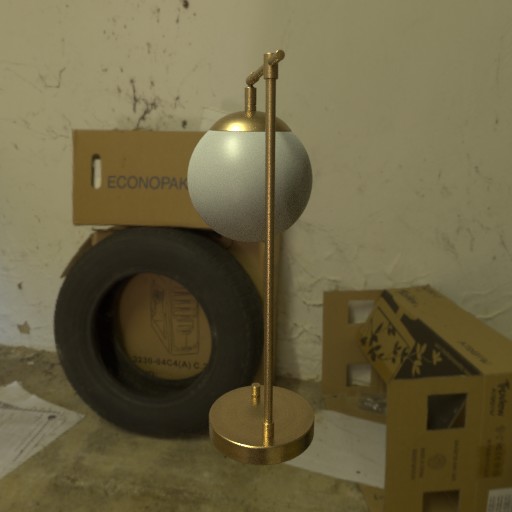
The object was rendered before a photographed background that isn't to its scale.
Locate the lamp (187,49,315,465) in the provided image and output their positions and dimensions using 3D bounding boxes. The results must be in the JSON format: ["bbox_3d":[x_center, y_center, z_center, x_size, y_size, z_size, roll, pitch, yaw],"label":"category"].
[{"bbox_3d":[0.000,0.000,0.710,0.207,0.559,0.324,-2,14,-9],"label":"lamp"}]
